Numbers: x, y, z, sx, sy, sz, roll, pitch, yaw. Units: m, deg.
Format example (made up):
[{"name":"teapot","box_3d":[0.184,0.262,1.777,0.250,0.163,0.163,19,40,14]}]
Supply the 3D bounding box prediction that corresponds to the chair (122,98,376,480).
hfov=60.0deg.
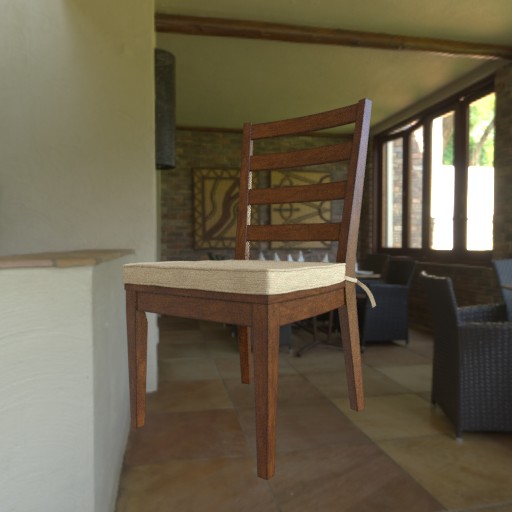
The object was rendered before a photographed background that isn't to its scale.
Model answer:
[{"name":"chair","box_3d":[0.000,0.000,1.339,0.593,0.979,0.595,1,2,37]}]
